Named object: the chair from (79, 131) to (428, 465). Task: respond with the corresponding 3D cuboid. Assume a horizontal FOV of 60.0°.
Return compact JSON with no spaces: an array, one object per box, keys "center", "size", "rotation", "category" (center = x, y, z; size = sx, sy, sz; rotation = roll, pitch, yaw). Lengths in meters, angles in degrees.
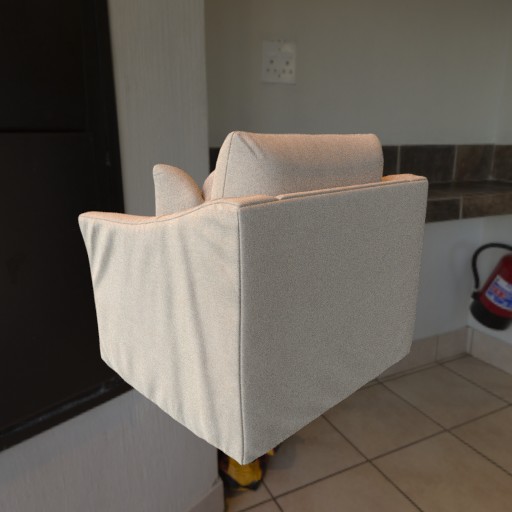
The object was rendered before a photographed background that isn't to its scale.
[{"center":[0.000,0.000,2.041],"size":[1.194,1.093,1.071],"rotation":[-14,21,-43],"category":"chair"}]
